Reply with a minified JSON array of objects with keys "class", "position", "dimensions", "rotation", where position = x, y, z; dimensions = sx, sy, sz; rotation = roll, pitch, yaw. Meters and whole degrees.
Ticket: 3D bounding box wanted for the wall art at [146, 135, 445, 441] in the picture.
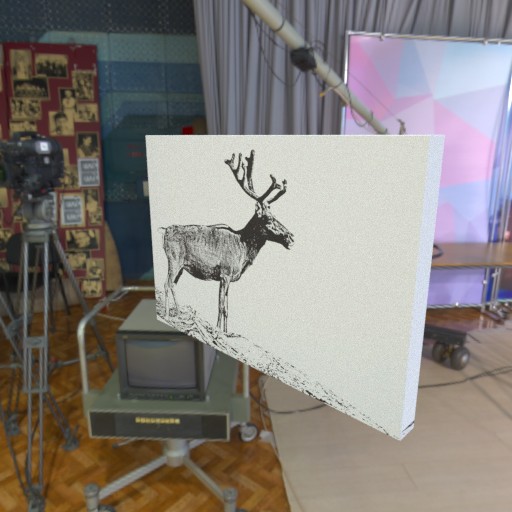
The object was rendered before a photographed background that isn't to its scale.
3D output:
[{"class":"wall art","position":[0.000,0.000,0.787],"dimensions":[0.608,0.414,0.042],"rotation":[15,21,43]}]
